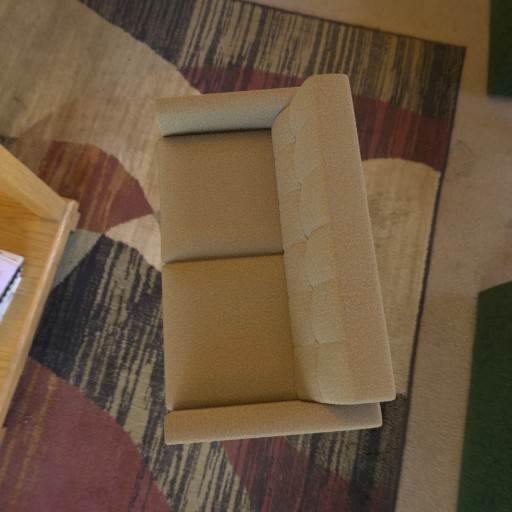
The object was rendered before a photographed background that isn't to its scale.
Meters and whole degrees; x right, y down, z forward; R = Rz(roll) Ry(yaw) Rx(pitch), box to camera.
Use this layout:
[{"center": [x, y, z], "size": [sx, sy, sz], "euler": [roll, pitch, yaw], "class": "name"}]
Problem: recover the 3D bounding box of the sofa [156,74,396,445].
[{"center": [0.000, 0.000, 2.208], "size": [0.952, 0.925, 1.651], "euler": [-4, 76, -1], "class": "sofa"}]
